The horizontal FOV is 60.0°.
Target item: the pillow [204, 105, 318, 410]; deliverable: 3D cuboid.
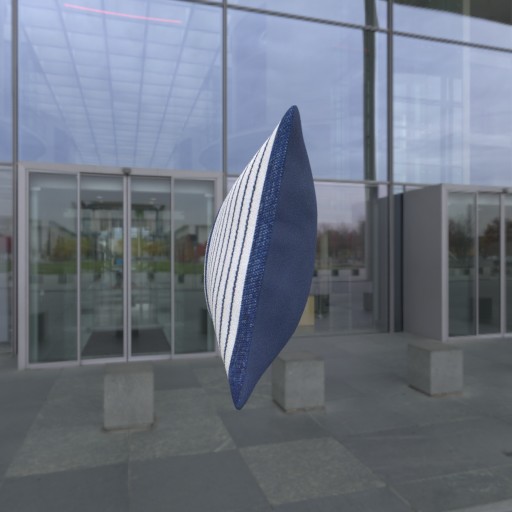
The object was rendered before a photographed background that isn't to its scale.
[{"bbox_3d":[0.000,0.000,0.716,0.156,0.292,0.608,0,0,-1],"label":"pillow"}]
